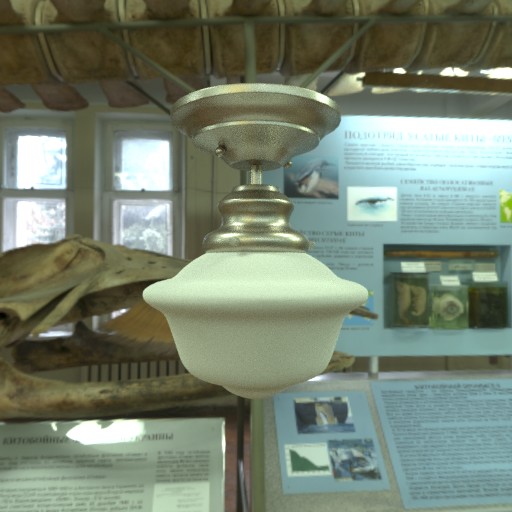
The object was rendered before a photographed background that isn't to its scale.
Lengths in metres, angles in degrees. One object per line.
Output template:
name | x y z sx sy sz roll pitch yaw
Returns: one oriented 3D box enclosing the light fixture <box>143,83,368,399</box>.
light fixture | 0.000 0.000 0.402 0.199 0.254 0.199 0 -1 0
